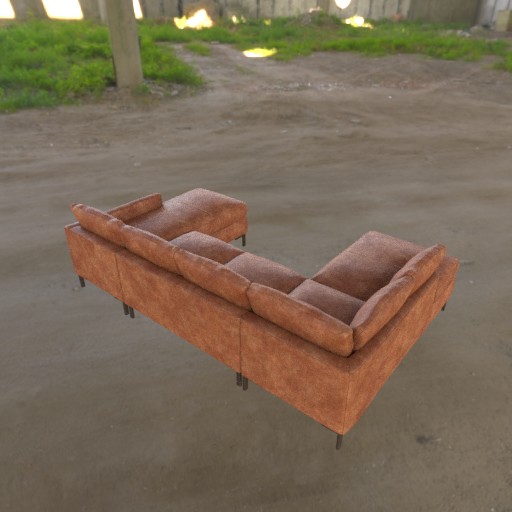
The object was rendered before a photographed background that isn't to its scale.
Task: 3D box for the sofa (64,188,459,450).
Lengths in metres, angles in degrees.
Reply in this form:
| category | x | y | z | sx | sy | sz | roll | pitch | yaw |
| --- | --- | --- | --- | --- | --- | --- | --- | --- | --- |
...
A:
| category | x | y | z | sx | sy | sz | roll | pitch | yaw |
| --- | --- | --- | --- | --- | --- | --- | --- | --- | --- |
| sofa | 0.000 | 0.000 | 3.964 | 2.956 | 0.900 | 1.939 | 22 | 37 | 33 |
